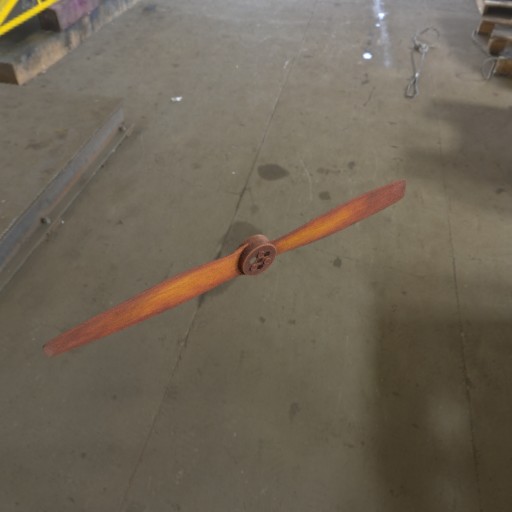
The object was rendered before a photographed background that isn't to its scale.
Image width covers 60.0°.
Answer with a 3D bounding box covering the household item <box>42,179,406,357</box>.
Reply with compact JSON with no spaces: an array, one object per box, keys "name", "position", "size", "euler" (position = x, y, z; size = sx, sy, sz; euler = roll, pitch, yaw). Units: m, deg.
[{"name":"household item","position":[0.000,0.000,1.263],"size":[1.181,0.121,0.051],"euler":[-25,51,-22]}]
